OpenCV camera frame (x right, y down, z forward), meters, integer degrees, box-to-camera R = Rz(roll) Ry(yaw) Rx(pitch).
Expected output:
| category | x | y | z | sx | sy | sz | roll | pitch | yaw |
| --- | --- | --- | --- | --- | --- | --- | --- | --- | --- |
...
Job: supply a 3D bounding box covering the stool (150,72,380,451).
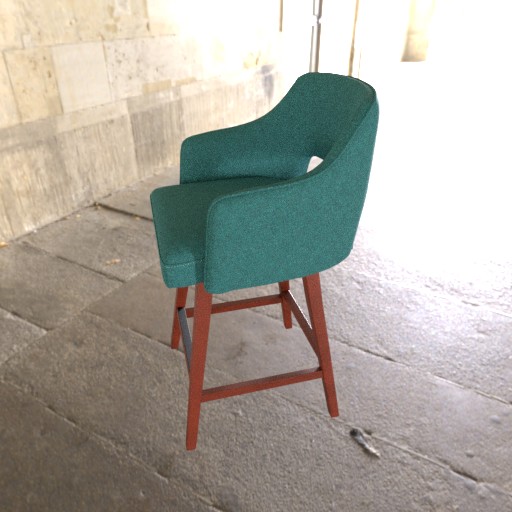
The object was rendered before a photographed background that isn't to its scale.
| category | x | y | z | sx | sy | sz | roll | pitch | yaw |
| --- | --- | --- | --- | --- | --- | --- | --- | --- | --- |
| stool | 0.000 | 0.000 | 1.300 | 0.556 | 0.961 | 0.548 | -8 | 31 | -13 |
